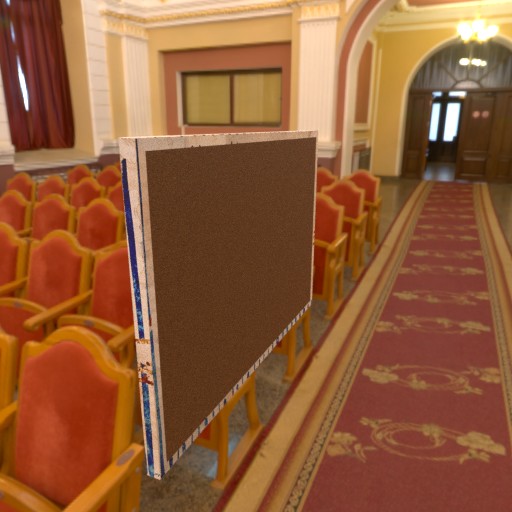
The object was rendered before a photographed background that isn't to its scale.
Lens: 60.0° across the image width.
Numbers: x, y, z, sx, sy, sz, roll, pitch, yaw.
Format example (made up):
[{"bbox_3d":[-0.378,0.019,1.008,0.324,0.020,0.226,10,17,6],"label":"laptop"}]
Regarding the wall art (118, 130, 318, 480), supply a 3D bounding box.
[{"bbox_3d":[0.000,0.000,1.136,0.030,0.609,0.919,7,18,23],"label":"wall art"}]
